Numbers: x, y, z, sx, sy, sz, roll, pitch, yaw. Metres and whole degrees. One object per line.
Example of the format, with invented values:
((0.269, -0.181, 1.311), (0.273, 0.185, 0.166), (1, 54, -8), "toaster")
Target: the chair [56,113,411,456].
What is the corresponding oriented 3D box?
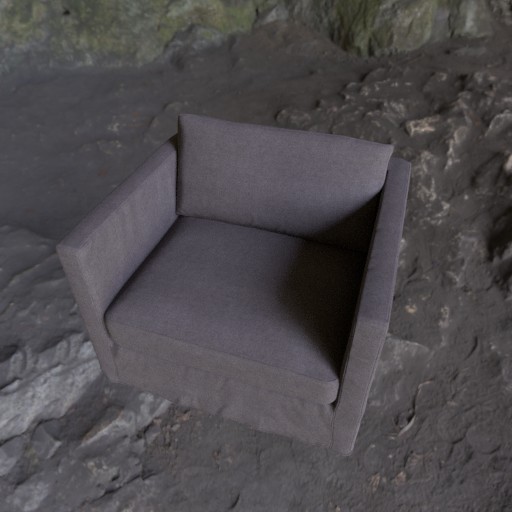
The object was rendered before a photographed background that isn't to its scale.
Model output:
((0.000, 0.000, 1.752), (1.057, 0.863, 0.949), (12, 42, 14), "chair")
